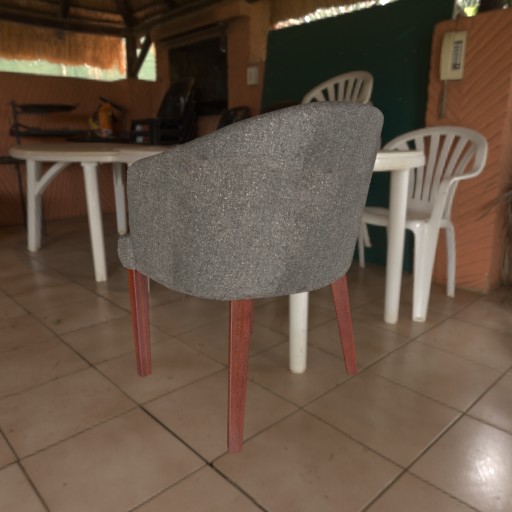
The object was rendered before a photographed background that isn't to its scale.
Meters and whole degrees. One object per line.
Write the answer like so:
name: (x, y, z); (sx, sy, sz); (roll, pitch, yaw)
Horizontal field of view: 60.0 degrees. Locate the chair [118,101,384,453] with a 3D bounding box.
chair: (0.000, 0.000, 1.277); (0.583, 0.811, 0.655); (-14, 20, -43)
